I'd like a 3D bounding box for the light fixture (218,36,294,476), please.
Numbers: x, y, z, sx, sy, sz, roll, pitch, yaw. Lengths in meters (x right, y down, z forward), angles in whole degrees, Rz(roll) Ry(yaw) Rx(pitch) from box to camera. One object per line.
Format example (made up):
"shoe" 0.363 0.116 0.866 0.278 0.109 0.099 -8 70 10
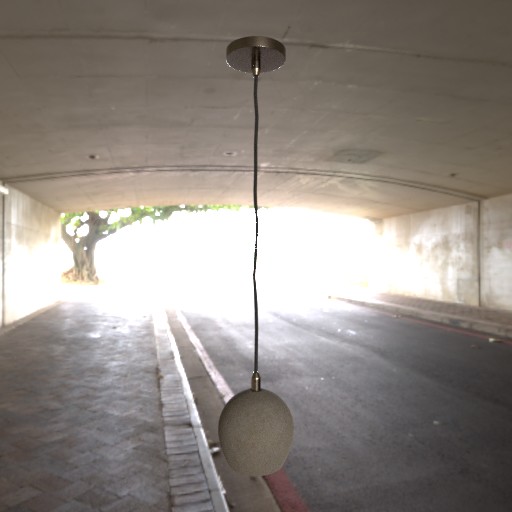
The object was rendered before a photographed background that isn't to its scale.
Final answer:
"light fixture" 0.000 0.000 0.821 0.139 0.764 0.139 0 -1 19
